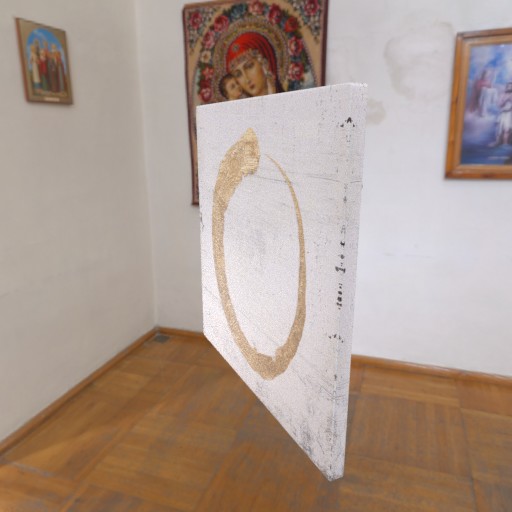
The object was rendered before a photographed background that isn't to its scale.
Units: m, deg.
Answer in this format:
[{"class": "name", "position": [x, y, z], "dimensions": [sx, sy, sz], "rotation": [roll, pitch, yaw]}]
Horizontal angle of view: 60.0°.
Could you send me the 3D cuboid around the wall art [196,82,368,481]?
[{"class": "wall art", "position": [0.000, 0.000, 1.134], "dimensions": [0.038, 0.762, 0.762], "rotation": [-8, 17, -25]}]
